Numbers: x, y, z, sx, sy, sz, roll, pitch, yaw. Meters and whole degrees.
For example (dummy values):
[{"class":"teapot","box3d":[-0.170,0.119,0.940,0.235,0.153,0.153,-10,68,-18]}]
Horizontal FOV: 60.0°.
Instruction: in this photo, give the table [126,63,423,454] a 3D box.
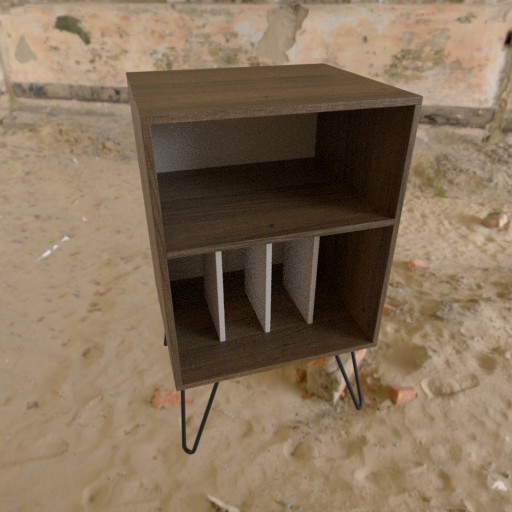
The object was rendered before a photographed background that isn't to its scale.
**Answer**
[{"class":"table","box3d":[0.000,0.000,1.172,0.526,0.866,0.457,-9,32,-14]}]
